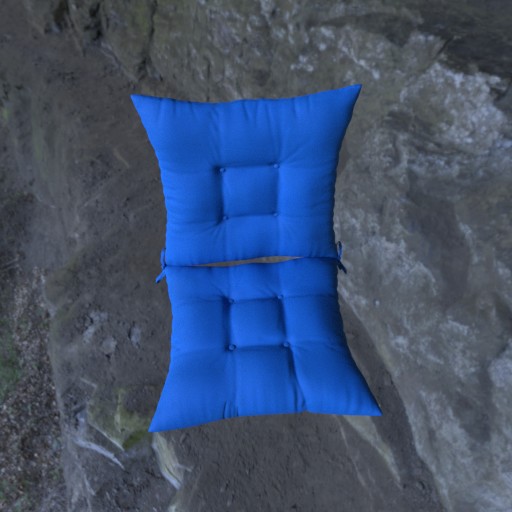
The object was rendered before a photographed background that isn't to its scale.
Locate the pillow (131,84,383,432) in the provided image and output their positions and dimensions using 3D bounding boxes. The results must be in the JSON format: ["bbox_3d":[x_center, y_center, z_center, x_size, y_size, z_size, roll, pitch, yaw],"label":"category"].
[{"bbox_3d":[0.000,0.000,0.985,0.541,0.536,0.585,-3,47,-3],"label":"pillow"}]
